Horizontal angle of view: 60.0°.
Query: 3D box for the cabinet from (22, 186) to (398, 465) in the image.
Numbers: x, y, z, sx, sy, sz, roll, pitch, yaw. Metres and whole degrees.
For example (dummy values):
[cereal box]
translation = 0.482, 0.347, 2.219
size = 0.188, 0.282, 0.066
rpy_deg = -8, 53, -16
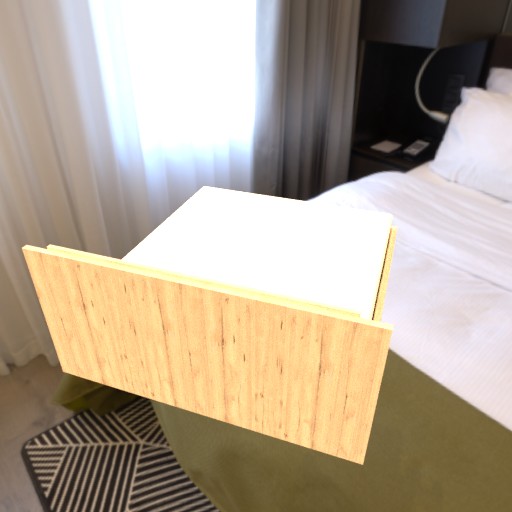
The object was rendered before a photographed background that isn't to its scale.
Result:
[cabinet]
translation = 0.000, 0.000, 3.201
size = 1.950, 0.970, 2.080
rpy_deg = 11, 34, 16
